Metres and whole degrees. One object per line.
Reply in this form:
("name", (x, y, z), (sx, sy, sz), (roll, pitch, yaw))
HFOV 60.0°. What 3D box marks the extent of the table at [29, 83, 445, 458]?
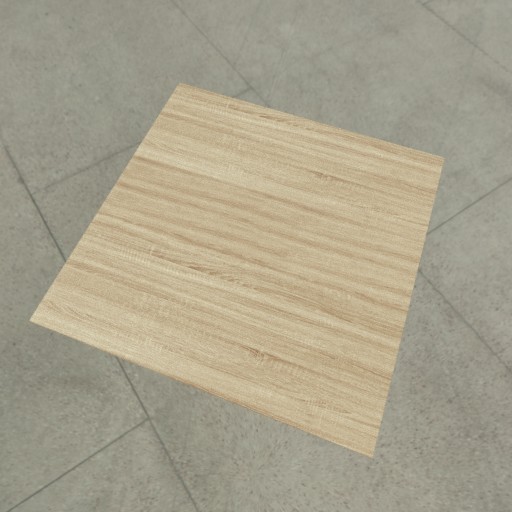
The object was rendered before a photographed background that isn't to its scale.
("table", (0.000, 0.000, 1.371), (0.890, 0.305, 0.890), (19, 65, 9))
